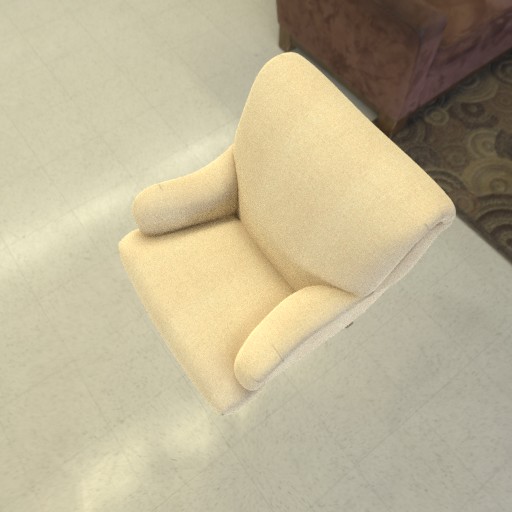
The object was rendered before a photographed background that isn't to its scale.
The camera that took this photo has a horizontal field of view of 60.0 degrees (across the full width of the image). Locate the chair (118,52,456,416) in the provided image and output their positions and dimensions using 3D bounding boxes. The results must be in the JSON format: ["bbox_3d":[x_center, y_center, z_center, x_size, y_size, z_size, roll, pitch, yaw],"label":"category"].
[{"bbox_3d":[0.000,0.000,1.568,0.842,0.944,0.766,-32,68,-14],"label":"chair"}]
